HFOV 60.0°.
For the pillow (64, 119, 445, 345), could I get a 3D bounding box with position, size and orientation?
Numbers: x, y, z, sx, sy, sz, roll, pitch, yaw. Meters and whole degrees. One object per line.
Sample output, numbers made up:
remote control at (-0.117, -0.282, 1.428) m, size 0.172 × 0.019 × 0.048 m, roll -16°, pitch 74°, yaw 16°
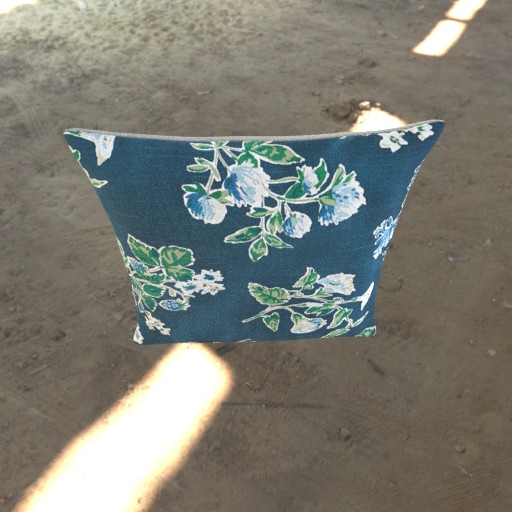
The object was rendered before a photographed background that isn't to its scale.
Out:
pillow at (0.000, 0.000, 0.785) m, size 0.525 × 0.508 × 0.166 m, roll -2°, pitch 46°, yaw -2°
